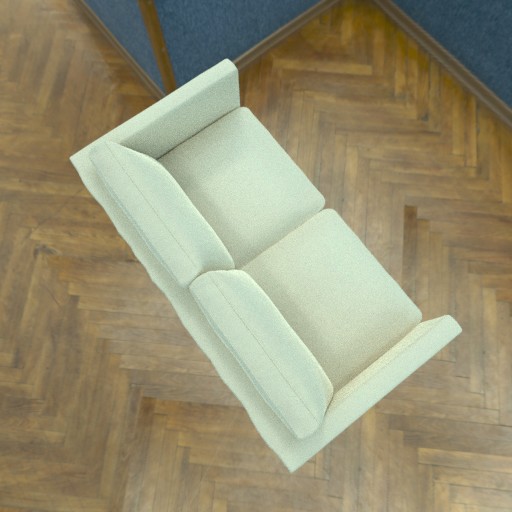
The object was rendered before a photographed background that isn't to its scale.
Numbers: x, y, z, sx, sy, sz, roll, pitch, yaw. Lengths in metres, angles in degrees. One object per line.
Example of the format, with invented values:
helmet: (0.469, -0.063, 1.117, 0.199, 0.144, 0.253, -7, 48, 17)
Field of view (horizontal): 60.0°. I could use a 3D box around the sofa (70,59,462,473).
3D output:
sofa: (0.000, 0.000, 2.264, 0.962, 0.834, 1.746, -36, 78, -9)
